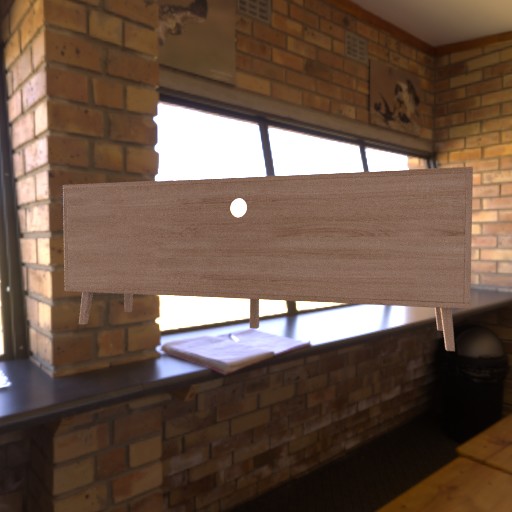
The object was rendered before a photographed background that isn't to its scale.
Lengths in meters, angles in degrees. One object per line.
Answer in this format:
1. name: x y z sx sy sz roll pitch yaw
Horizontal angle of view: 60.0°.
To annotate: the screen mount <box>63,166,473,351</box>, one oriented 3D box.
1. screen mount: 0.000 0.000 1.767 1.500 0.570 0.420 1 2 18
